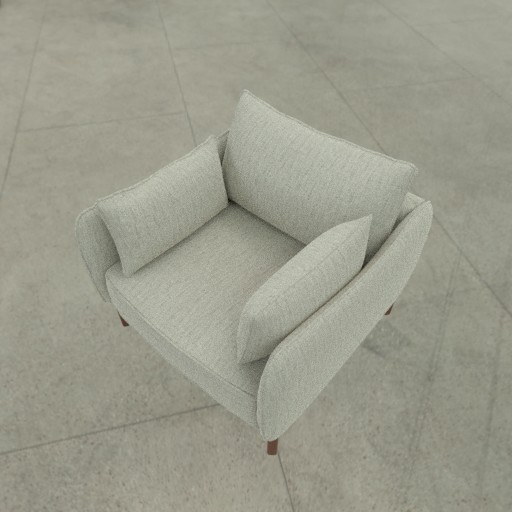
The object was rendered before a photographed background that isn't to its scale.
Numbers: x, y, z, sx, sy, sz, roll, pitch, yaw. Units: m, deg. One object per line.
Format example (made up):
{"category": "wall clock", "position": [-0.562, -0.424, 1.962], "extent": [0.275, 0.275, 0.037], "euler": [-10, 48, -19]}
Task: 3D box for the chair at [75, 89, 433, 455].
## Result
{"category": "chair", "position": [0.000, 0.000, 1.752], "extent": [0.994, 0.855, 0.991], "euler": [32, 55, 27]}
